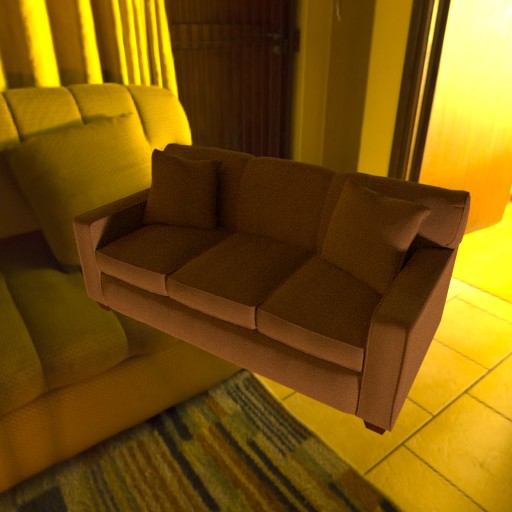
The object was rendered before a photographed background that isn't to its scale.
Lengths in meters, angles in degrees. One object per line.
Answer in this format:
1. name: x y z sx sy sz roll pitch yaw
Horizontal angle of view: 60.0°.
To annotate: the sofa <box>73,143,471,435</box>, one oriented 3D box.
1. sofa: 0.000 0.000 2.567 2.024 0.958 0.997 17 32 28
